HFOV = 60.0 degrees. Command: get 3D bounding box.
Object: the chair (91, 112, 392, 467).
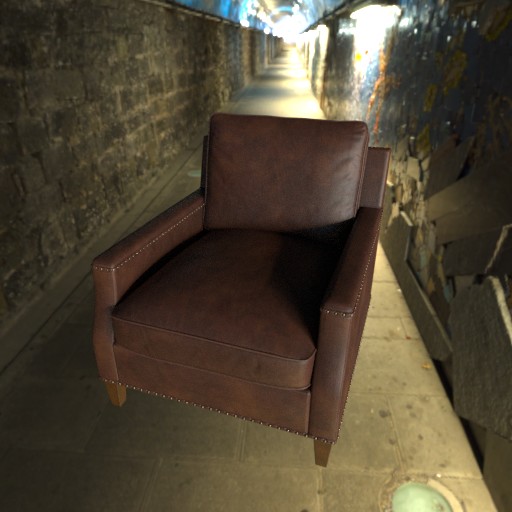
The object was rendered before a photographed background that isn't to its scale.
[{"bbox_3d":[0.000,0.000,1.695,0.853,0.929,1.014,9,28,18],"label":"chair"}]
